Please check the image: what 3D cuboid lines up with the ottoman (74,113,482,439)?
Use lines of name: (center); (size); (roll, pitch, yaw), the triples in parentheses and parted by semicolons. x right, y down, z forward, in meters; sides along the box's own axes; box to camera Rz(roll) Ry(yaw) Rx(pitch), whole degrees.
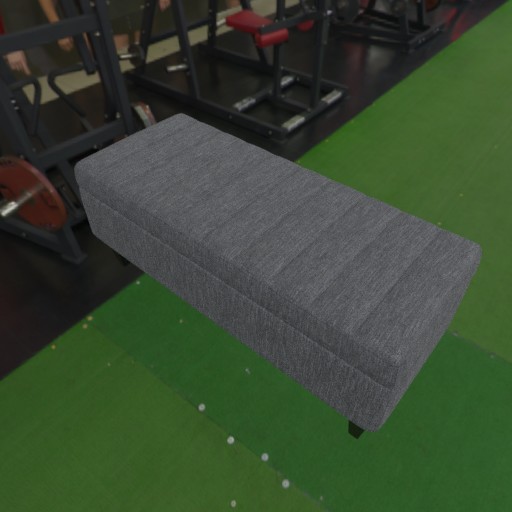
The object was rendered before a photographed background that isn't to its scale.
ottoman: (0.000, 0.000, 1.408); (1.151, 0.469, 0.482); (31, 52, 28)
